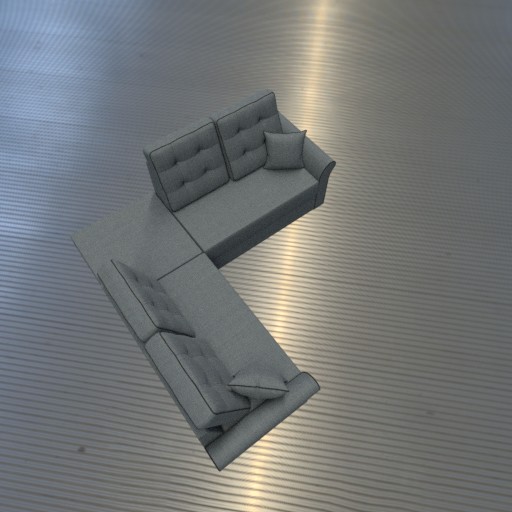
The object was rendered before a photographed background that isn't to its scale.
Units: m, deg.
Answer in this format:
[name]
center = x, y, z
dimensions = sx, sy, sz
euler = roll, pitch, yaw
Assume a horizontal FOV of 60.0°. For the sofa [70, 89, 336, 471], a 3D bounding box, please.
[sofa]
center = 0.000, 0.000, 3.284
dimensions = 2.070, 0.988, 2.068
euler = -33, 64, -18
